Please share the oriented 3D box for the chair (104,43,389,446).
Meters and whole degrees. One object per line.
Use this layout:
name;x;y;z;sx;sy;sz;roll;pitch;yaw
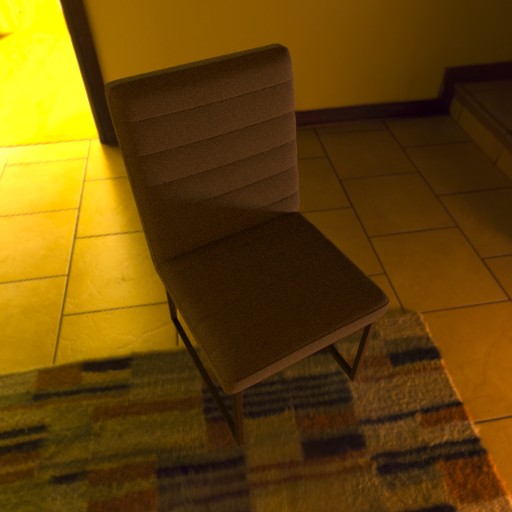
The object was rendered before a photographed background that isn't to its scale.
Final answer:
chair;0.000;0.000;1.296;0.520;0.930;0.634;-22;50;-20
